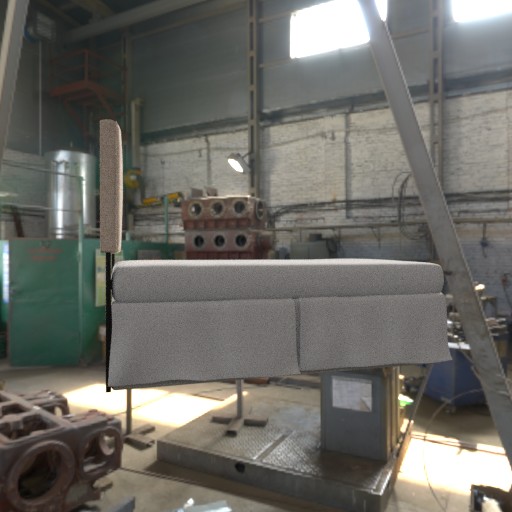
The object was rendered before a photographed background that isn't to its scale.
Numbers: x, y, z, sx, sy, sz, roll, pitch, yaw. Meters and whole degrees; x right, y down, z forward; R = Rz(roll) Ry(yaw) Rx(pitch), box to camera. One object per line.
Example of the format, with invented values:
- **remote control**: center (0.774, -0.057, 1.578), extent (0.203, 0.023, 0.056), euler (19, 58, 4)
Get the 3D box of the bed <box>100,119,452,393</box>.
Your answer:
- **bed**: center (0.000, 0.000, 3.073), extent (1.978, 1.270, 1.643), euler (0, 0, -17)
